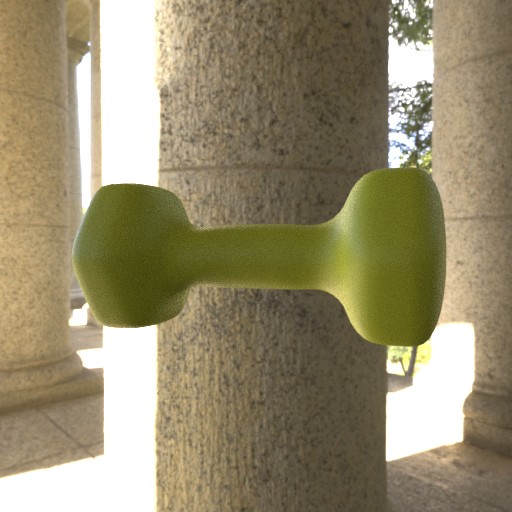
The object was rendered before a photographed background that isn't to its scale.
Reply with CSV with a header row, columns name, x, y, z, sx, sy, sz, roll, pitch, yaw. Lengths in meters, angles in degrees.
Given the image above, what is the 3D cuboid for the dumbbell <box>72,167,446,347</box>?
name,x,y,z,sx,sy,sz,roll,pitch,yaw
dumbbell,0.000,0.000,0.209,0.164,0.072,0.080,0,1,19
